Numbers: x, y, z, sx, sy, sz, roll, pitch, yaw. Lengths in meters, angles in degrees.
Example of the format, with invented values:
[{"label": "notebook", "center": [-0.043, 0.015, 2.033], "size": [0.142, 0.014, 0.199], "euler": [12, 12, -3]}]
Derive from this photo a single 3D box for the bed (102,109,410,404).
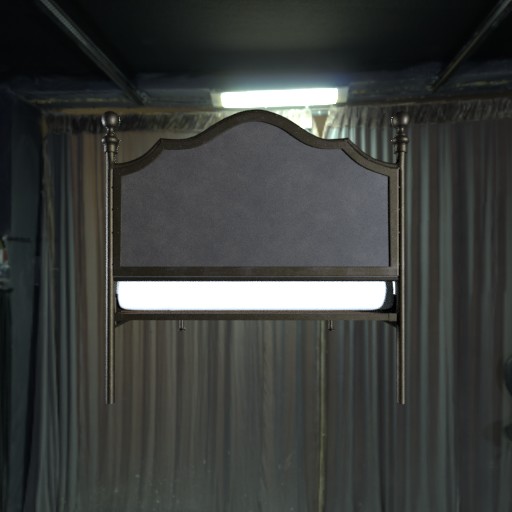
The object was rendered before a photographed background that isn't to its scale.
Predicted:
[{"label": "bed", "center": [0.000, 0.000, 3.253], "size": [1.533, 1.462, 2.170], "euler": [0, 0, 0]}]
